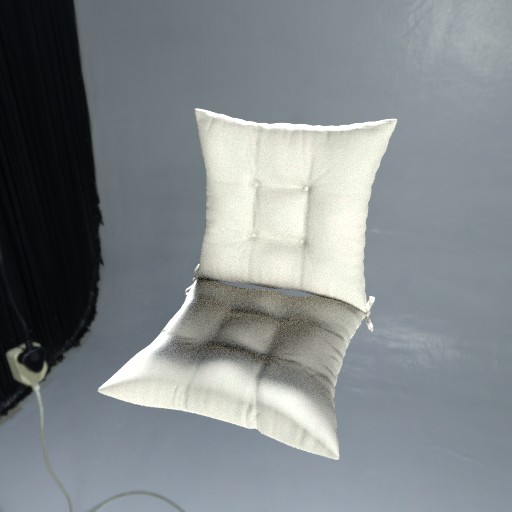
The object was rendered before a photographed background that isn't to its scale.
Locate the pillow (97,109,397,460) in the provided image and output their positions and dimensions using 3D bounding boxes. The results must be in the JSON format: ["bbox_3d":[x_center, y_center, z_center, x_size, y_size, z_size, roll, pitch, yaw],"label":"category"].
[{"bbox_3d":[0.000,0.000,0.988,0.541,0.536,0.585,9,29,17],"label":"pillow"}]
